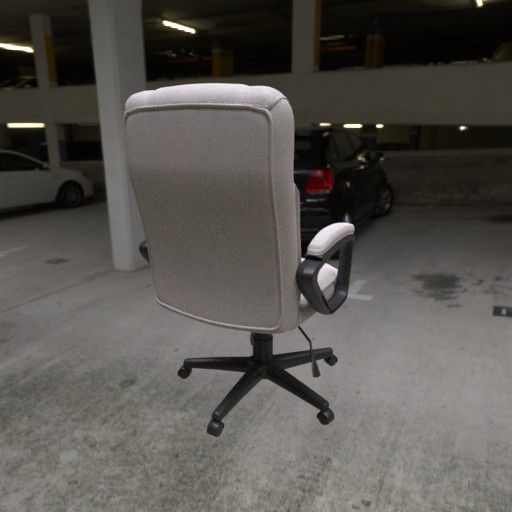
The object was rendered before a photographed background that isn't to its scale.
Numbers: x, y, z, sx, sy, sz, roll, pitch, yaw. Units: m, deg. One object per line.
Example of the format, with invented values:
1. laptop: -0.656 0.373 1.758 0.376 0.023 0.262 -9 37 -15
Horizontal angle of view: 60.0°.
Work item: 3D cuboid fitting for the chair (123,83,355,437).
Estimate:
1. chair: 0.000 0.000 1.578 0.667 1.105 0.724 9 19 27
